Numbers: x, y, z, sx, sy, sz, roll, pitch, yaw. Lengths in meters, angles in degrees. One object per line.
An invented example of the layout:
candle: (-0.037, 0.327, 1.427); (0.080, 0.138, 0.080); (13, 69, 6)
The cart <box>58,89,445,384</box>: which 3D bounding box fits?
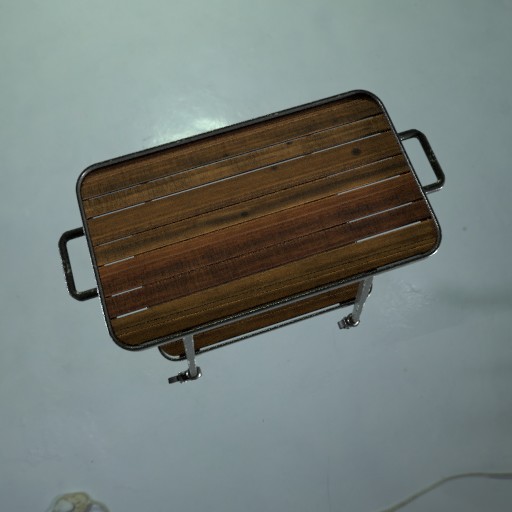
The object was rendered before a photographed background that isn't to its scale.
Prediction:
cart: (0.000, 0.000, 1.244); (0.806, 0.700, 0.515); (-17, 75, -5)
